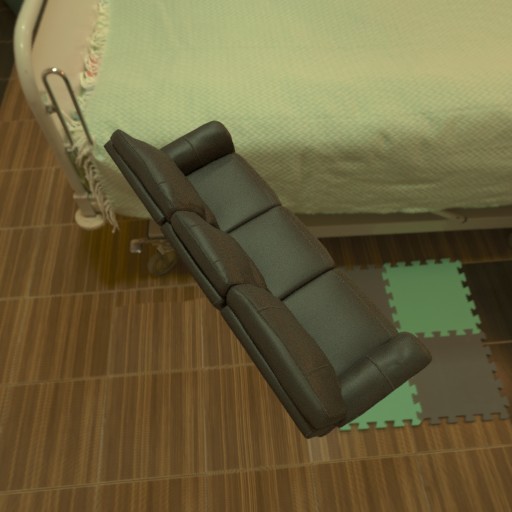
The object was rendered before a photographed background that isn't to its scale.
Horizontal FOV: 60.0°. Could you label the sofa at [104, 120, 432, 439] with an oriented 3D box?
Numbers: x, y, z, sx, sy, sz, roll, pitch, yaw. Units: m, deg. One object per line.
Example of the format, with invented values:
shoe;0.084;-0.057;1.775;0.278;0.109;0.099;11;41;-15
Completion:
sofa;0.000;0.000;3.296;1.104;1.134;2.627;-30;63;-17
